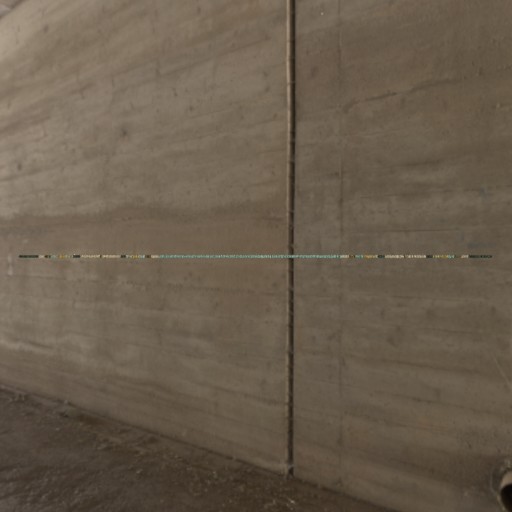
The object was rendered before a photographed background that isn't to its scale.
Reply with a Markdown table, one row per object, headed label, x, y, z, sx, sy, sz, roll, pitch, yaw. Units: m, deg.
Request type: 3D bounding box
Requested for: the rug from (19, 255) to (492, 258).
| label | x | y | z | sx | sy | sz | roll | pitch | yaw |
| --- | --- | --- | --- | --- | --- | --- | --- | --- | --- |
| rug | 0.000 | 0.000 | 2.300 | 1.811 | 0.010 | 1.212 | 0 | 0 | 1 |
